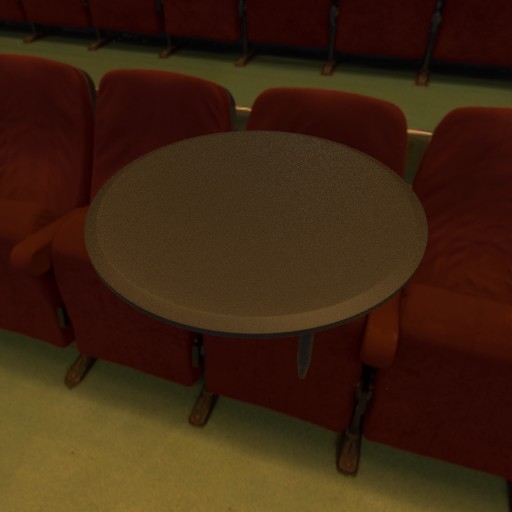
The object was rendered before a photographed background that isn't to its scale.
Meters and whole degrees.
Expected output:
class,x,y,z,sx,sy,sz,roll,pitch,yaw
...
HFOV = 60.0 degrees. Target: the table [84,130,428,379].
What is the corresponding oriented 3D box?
class,x,y,z,sx,sy,sz,roll,pitch,yaw
table,0.000,0.000,1.332,0.900,0.400,0.900,0,41,0
